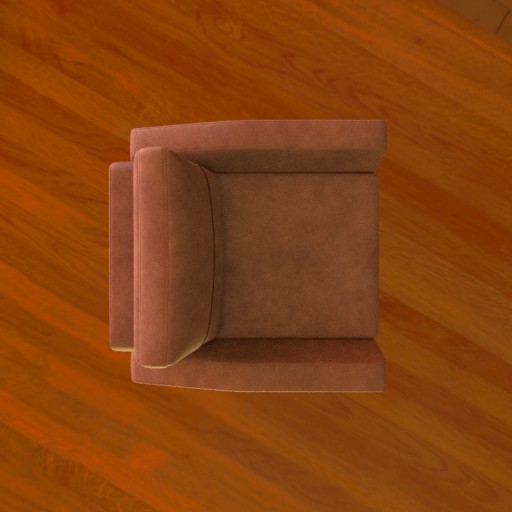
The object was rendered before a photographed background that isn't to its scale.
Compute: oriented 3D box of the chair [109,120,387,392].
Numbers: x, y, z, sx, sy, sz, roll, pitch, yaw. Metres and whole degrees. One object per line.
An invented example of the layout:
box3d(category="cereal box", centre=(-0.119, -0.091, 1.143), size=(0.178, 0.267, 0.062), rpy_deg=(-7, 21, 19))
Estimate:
box3d(category="chair", centre=(0.000, 0.000, 1.576), size=(0.900, 0.800, 0.900), rpy_deg=(0, 91, 0))
